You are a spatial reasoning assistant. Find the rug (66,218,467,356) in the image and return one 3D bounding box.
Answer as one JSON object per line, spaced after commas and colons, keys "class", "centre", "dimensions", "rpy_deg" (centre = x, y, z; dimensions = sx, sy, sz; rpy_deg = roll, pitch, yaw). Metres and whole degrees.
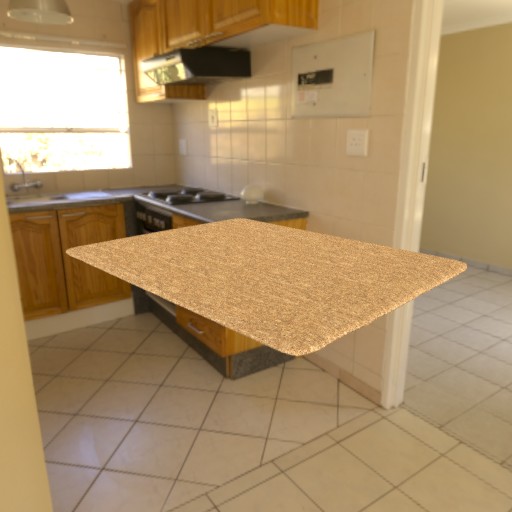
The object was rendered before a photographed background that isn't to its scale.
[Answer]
{"class": "rug", "centre": [0.000, 0.000, 3.882], "dimensions": [2.242, 0.050, 2.873], "rpy_deg": [-15, 22, -43]}
